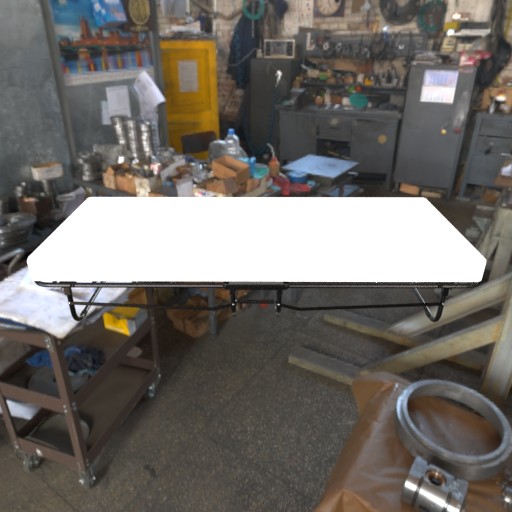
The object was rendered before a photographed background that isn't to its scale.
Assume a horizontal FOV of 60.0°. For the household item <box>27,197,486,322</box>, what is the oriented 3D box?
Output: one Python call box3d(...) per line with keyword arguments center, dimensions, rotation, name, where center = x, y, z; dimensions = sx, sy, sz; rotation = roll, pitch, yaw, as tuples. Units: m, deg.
box3d(center=(0.000, 0.000, 2.185), dimensions=(1.905, 0.356, 0.787), rotation=(0, 27, 0), name="household item")
